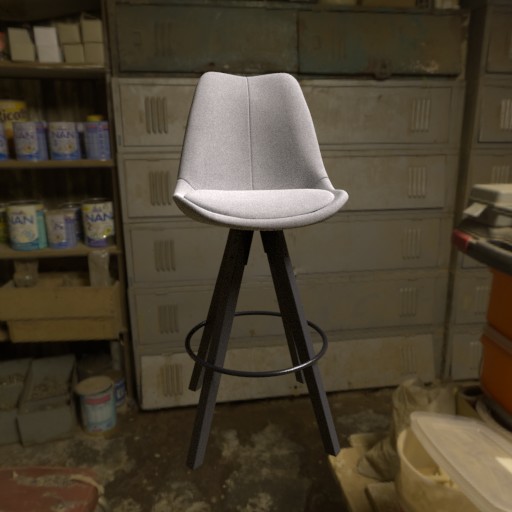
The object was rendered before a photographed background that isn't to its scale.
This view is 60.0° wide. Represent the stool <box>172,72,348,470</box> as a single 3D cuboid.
[{"bbox_3d":[0.000,0.000,1.372,0.485,1.115,0.550,-2,16,-7],"label":"stool"}]
